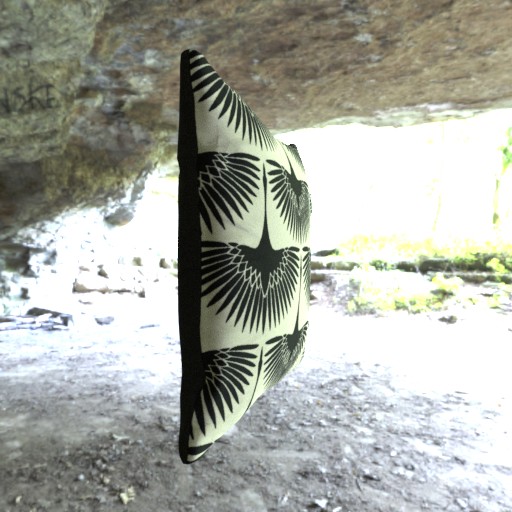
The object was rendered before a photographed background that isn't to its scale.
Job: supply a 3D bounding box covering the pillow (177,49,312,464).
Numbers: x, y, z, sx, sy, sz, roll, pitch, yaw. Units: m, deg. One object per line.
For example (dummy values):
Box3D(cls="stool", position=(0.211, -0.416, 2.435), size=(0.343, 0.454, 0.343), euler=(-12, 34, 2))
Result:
Box3D(cls="pillow", position=(0.000, 0.000, 0.658), size=(0.139, 0.432, 0.432), euler=(0, 0, 20))
